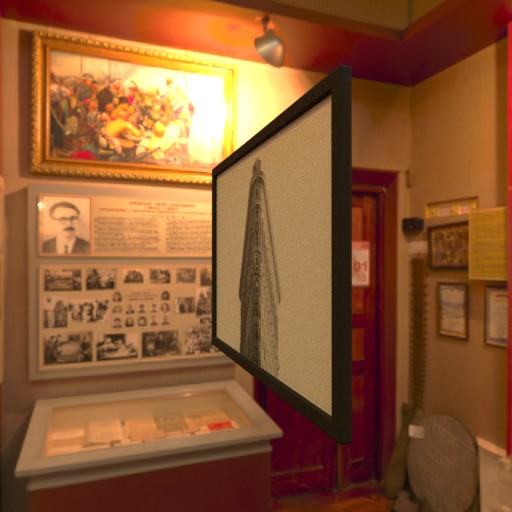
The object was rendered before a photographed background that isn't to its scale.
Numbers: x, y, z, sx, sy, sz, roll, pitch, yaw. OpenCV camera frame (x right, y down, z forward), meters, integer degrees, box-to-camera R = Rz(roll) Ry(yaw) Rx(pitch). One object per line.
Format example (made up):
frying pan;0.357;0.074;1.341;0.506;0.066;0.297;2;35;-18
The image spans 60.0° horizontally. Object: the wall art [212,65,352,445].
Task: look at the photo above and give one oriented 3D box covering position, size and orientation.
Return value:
wall art;0.000;0.000;1.221;0.026;0.656;0.958;0;0;-19
